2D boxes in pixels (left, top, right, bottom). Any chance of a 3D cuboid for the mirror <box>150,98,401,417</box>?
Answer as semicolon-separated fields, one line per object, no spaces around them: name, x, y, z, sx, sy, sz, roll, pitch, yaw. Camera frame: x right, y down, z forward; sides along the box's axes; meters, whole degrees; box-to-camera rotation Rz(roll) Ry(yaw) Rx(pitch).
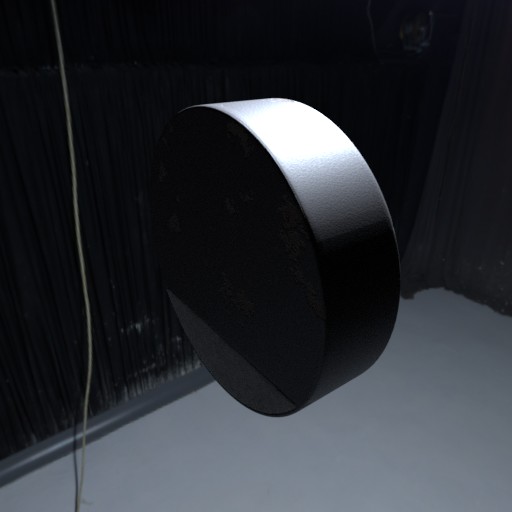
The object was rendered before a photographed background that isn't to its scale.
mirror;0.000;0.000;0.583;0.126;0.386;0.386;-18;32;-32
